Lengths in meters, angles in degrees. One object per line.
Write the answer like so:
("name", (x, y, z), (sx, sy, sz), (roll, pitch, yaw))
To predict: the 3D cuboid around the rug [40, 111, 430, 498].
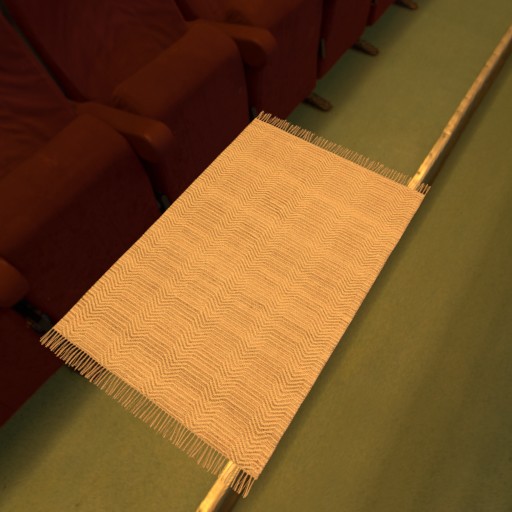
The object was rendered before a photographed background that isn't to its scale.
("rug", (0.000, 0.000, 2.429), (1.224, 0.027, 2.021), (29, 63, 17))
